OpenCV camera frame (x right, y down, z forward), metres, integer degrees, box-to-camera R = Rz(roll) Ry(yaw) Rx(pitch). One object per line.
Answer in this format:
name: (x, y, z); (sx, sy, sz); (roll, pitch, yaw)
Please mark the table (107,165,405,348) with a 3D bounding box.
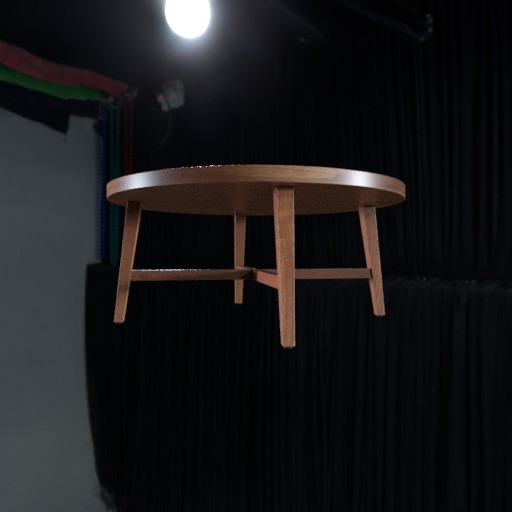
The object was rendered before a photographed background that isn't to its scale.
table: (0.000, 0.000, 1.256); (0.800, 0.360, 0.800); (0, 1, 0)
